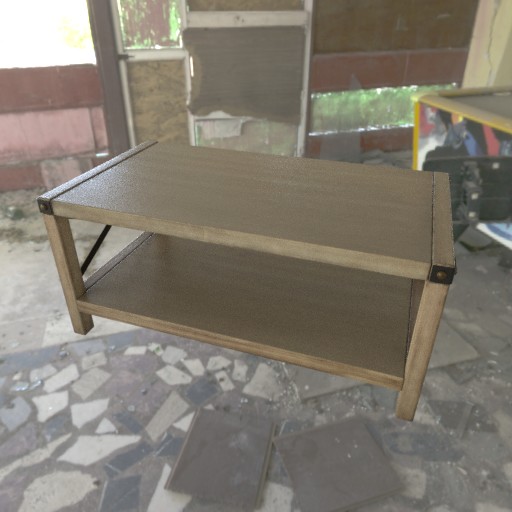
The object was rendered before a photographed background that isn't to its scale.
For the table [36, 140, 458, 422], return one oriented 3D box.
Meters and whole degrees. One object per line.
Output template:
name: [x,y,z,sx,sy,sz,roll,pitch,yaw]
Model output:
table: [0.000,0.000,1.325,1.016,0.456,0.559,10,32,17]
